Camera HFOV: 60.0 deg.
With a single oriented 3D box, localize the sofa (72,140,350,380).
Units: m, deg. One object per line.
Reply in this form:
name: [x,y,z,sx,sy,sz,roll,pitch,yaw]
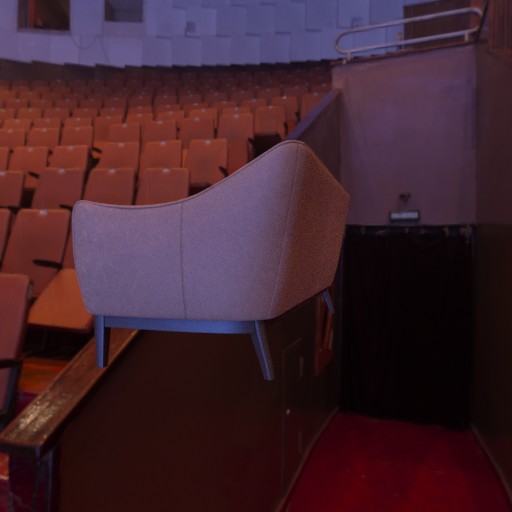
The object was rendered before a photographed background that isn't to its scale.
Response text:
sofa: [0.000,0.000,2.413,0.869,0.830,1.928,0,1,17]
